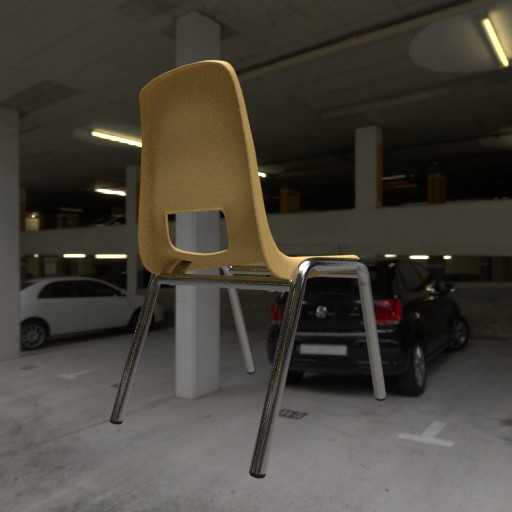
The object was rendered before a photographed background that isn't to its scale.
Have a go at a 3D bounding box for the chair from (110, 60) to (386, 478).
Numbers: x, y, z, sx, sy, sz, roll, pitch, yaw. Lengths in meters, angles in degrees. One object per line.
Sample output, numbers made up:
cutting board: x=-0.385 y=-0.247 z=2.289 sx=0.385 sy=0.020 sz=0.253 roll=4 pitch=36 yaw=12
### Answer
chair: x=0.000 y=0.000 z=0.838 sx=0.354 sy=0.586 sz=0.423 roll=0 pitch=0 yaw=37
